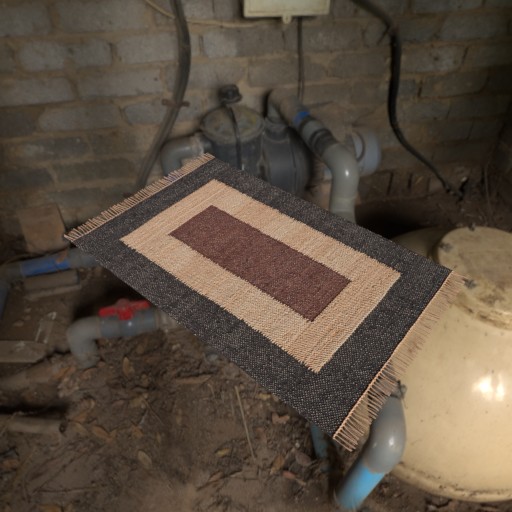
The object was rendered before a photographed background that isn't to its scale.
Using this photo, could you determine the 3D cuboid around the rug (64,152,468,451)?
[{"bbox_3d":[0.000,0.000,2.539,2.021,0.027,1.224,30,52,27],"label":"rug"}]
